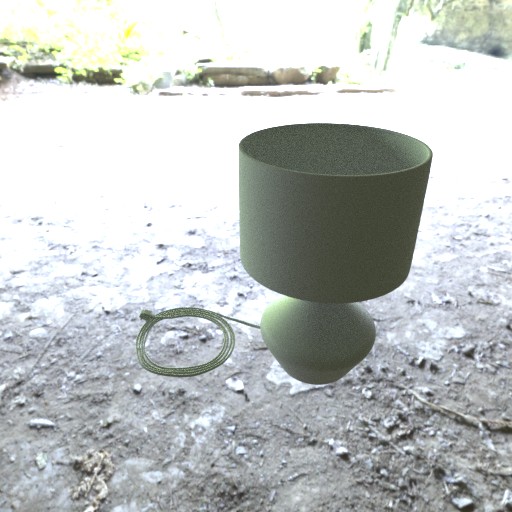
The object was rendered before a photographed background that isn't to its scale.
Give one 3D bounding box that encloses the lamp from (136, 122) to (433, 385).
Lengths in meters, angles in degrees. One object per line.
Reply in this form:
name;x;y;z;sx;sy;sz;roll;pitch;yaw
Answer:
lamp;0.000;0.000;0.859;0.546;0.457;0.401;22;37;34
